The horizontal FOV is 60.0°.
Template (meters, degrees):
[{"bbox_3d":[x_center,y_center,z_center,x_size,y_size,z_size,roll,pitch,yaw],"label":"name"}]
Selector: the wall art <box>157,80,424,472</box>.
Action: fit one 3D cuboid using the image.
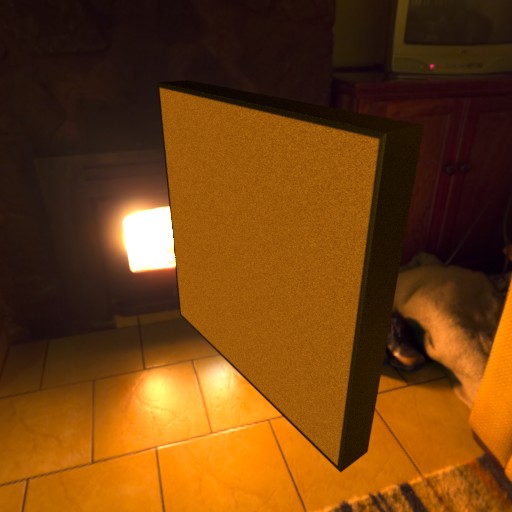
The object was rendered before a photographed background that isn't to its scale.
[{"bbox_3d":[0.000,0.000,0.447,0.037,0.303,0.304,-19,33,-32],"label":"wall art"}]
